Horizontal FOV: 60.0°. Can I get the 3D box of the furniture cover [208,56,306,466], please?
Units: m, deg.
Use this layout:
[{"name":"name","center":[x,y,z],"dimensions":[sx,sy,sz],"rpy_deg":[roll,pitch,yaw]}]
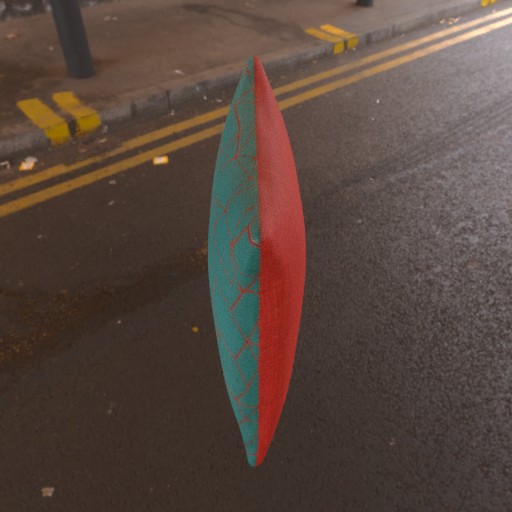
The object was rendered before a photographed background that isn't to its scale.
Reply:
[{"name":"furniture cover","center":[0.000,0.000,0.772],"dimensions":[0.158,0.508,0.517],"rpy_deg":[-1,42,-1]}]
